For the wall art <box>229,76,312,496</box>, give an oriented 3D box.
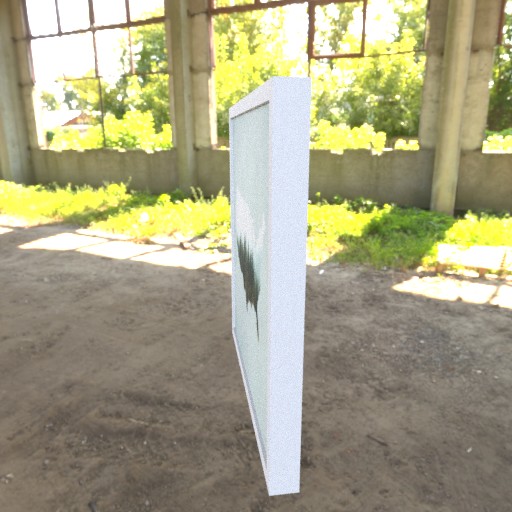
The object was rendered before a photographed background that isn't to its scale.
[{"bbox_3d":[0.000,0.000,0.452,0.024,0.304,0.304,-2,15,-8],"label":"wall art"}]
